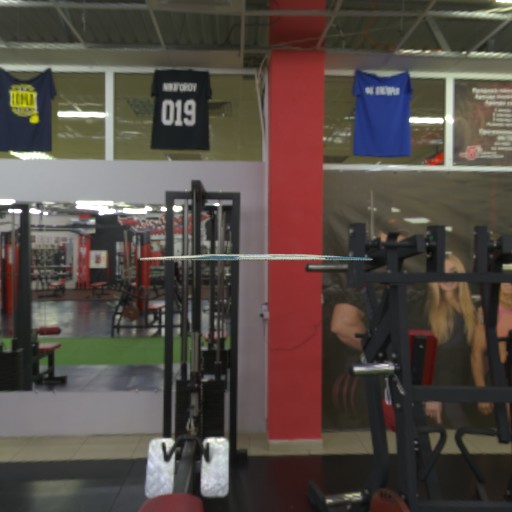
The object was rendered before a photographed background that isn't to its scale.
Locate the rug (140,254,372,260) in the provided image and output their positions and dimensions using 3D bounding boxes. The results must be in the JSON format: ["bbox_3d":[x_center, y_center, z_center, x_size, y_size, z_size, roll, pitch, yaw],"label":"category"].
[{"bbox_3d":[0.000,0.000,2.680,0.774,0.008,2.437,0,1,0],"label":"rug"}]
